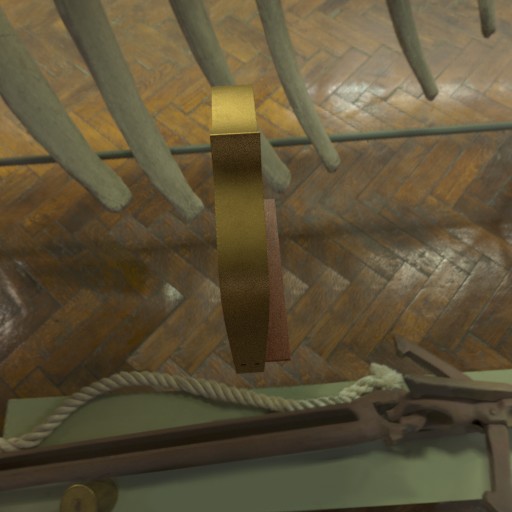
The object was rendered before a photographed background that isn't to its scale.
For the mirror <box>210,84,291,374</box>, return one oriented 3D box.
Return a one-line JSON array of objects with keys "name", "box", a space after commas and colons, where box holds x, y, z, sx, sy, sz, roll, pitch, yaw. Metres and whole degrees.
[{"name": "mirror", "box": [0.000, 0.000, 0.736, 0.096, 0.613, 0.323, -4, 65, -2]}]
